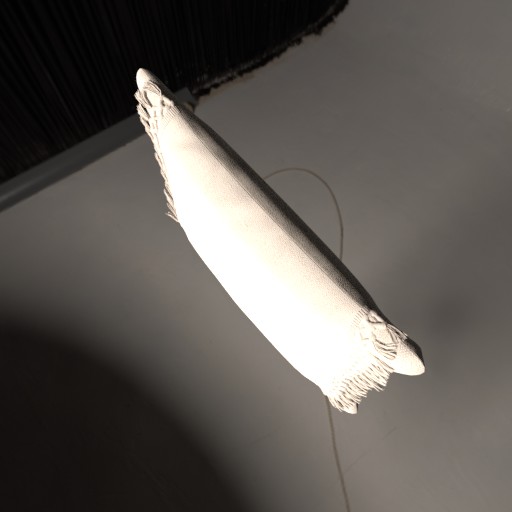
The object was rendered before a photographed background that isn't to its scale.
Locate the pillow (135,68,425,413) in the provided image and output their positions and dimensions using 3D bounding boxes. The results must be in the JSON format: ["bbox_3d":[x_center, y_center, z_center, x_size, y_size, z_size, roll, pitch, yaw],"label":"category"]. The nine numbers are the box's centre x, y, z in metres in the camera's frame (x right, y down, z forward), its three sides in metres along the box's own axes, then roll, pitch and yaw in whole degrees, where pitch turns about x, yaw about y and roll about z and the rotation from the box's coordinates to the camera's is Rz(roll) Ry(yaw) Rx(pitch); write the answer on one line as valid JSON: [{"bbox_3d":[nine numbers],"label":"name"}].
[{"bbox_3d":[0.000,0.000,0.588,0.084,0.305,0.466,-35,68,-16],"label":"pillow"}]
